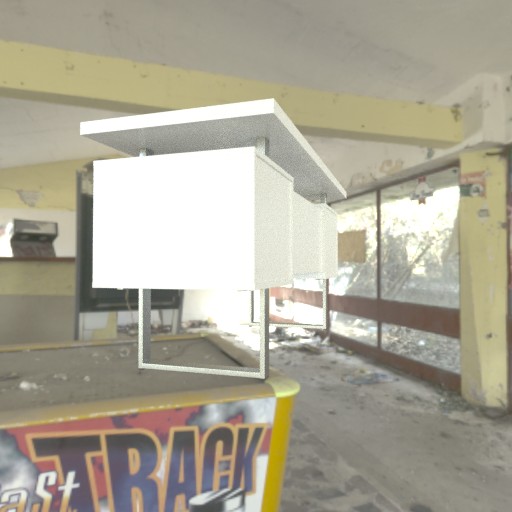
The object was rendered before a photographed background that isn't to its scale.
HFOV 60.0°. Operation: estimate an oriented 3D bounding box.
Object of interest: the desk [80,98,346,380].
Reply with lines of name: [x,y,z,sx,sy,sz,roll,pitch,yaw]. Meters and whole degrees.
desk: [0.000,0.000,1.947,0.603,0.773,1.530,0,-1,18]
